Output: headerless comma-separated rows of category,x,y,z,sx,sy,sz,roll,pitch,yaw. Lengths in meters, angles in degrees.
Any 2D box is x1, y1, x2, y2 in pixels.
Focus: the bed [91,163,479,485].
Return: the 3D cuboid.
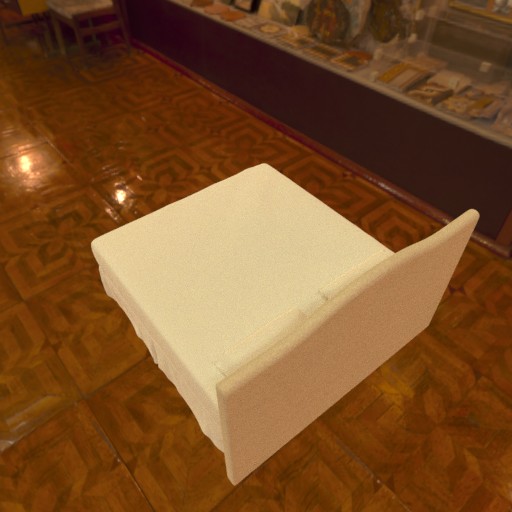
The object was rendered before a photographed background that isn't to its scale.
bed,0.000,0.000,3.501,2.083,1.421,2.182,-29,52,-26
